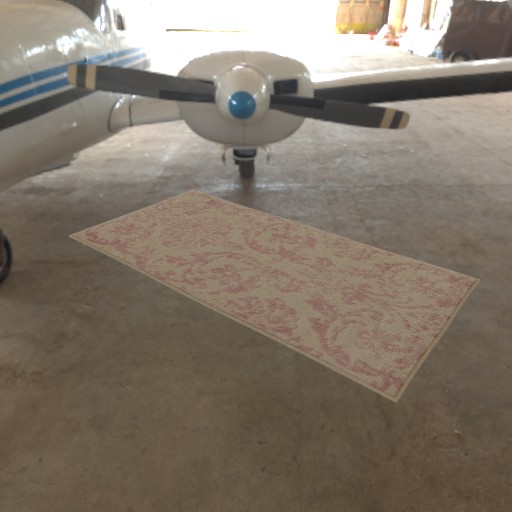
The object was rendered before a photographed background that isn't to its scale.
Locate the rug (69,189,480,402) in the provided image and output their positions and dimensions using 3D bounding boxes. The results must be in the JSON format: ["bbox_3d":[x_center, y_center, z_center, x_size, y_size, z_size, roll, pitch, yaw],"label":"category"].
[{"bbox_3d":[0.000,0.000,1.440,1.219,0.007,0.604,21,35,33],"label":"rug"}]
